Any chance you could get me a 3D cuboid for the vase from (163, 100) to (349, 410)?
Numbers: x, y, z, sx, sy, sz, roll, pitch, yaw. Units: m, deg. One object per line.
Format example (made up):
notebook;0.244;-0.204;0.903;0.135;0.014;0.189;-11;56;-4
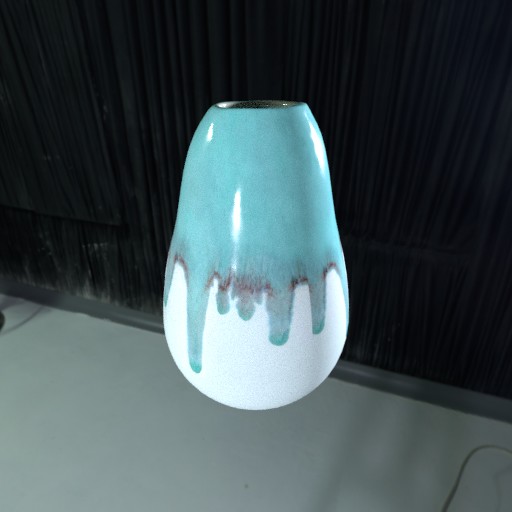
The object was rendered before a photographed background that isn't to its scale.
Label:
vase;0.000;0.000;0.262;0.116;0.179;0.116;0;31;0
